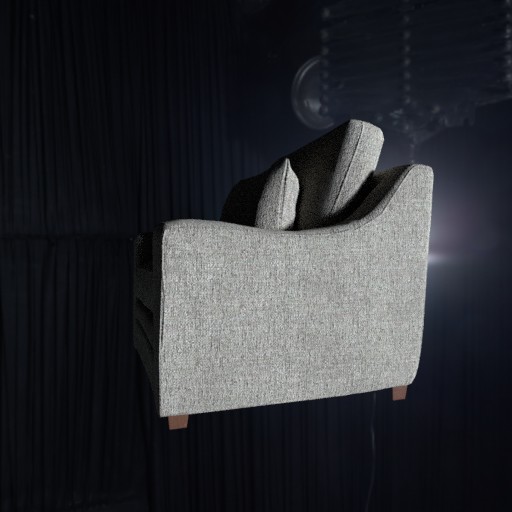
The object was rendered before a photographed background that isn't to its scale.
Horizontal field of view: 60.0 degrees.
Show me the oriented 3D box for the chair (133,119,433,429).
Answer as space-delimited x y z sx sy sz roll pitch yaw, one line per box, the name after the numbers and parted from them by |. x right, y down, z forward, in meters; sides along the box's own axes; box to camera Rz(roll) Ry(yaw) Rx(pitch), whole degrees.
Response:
0.000 0.000 1.976 1.009 1.037 1.138 0 1 -19 | chair
